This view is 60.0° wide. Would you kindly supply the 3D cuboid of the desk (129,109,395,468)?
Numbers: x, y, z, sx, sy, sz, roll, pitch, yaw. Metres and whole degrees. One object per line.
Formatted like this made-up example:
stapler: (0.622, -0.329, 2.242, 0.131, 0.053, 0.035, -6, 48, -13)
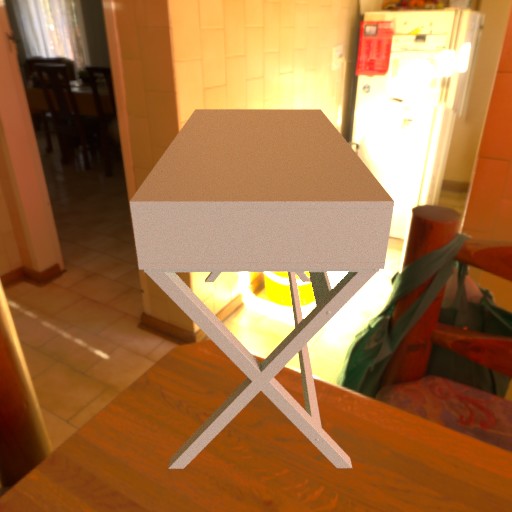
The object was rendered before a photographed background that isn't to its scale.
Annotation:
desk: (0.000, 0.000, 1.490, 0.525, 0.780, 1.057, 0, 27, 0)
